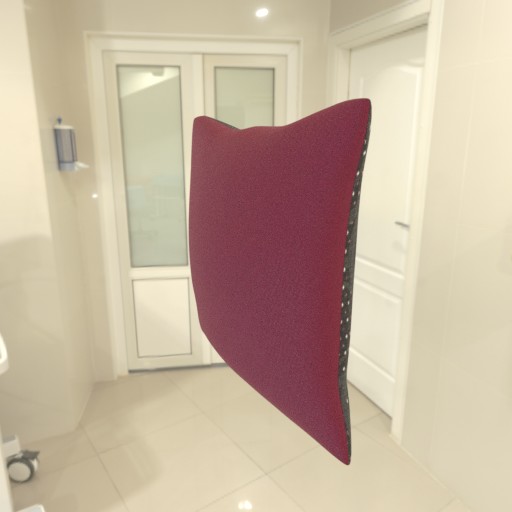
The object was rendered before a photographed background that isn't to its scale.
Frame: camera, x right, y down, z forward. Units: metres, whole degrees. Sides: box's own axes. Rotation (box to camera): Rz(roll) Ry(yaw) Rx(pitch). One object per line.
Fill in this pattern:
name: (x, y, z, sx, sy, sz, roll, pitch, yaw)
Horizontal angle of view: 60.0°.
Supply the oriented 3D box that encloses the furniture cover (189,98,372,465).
furniture cover: (0.000, 0.000, 0.810, 0.193, 0.509, 0.552, -8, 17, -28)
